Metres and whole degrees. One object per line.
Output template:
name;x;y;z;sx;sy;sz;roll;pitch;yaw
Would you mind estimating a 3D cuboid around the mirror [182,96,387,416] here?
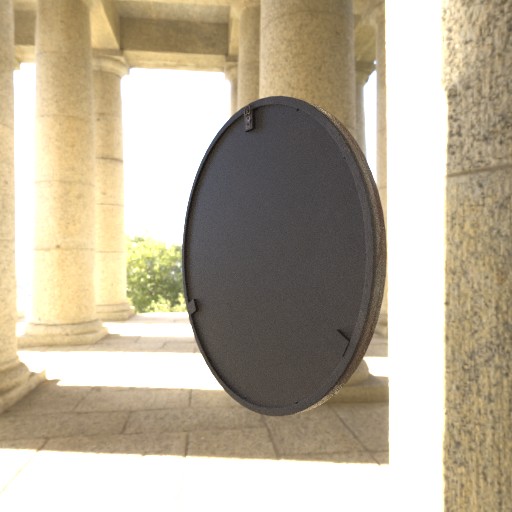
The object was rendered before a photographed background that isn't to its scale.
mirror;0.000;0.000;1.032;0.038;0.710;0.710;0;-1;-36
